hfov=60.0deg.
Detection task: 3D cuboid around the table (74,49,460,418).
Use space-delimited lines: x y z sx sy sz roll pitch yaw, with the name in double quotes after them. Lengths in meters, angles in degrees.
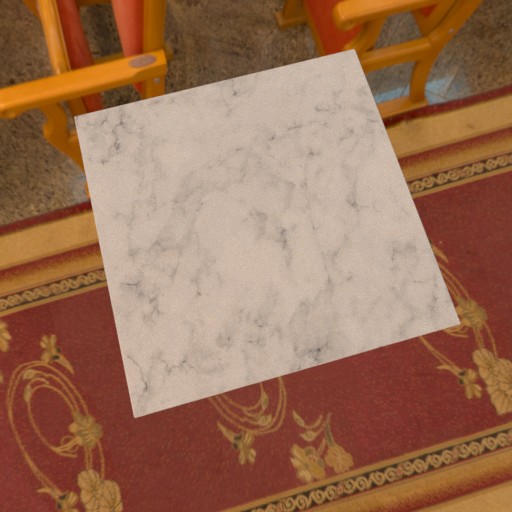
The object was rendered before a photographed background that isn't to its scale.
0.000 0.000 0.878 0.450 0.500 0.450 -15 77 -4 "table"
